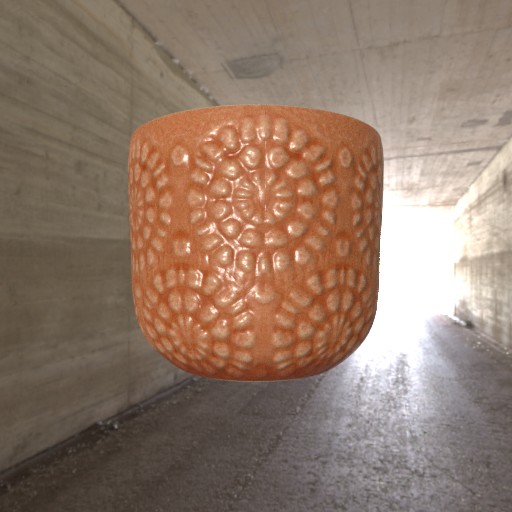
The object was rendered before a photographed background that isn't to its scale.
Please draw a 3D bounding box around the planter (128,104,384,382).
[{"bbox_3d":[0.000,0.000,0.222,0.124,0.109,0.124,0,-2,0],"label":"planter"}]
